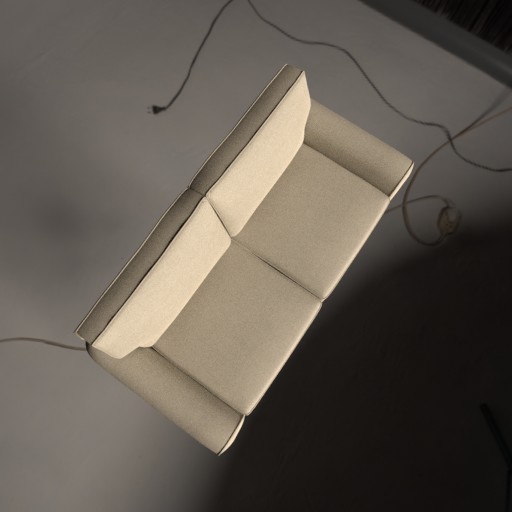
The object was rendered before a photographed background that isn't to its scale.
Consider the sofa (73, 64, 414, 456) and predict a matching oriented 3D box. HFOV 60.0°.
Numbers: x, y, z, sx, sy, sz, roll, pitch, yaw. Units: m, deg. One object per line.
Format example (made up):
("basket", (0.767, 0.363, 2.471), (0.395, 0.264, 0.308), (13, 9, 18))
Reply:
("sofa", (0.000, 0.000, 2.327), (0.861, 0.933, 1.774), (34, 78, 8))
